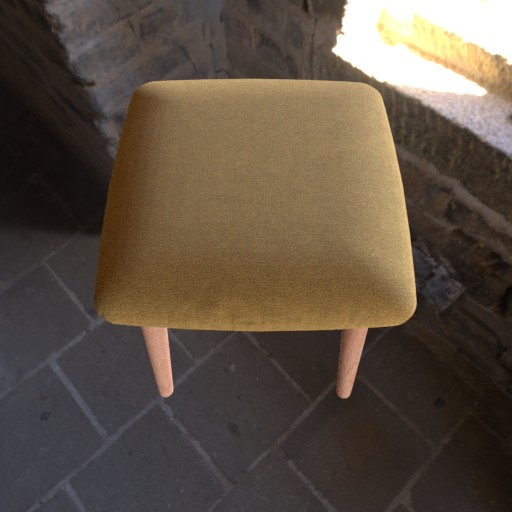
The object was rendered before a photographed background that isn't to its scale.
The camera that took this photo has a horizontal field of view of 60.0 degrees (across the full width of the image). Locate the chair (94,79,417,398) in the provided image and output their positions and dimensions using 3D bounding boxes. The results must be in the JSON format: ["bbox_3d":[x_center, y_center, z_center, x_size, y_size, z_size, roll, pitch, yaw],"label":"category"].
[{"bbox_3d":[0.000,0.000,0.684,0.350,0.440,0.350,0,62,0],"label":"chair"}]
